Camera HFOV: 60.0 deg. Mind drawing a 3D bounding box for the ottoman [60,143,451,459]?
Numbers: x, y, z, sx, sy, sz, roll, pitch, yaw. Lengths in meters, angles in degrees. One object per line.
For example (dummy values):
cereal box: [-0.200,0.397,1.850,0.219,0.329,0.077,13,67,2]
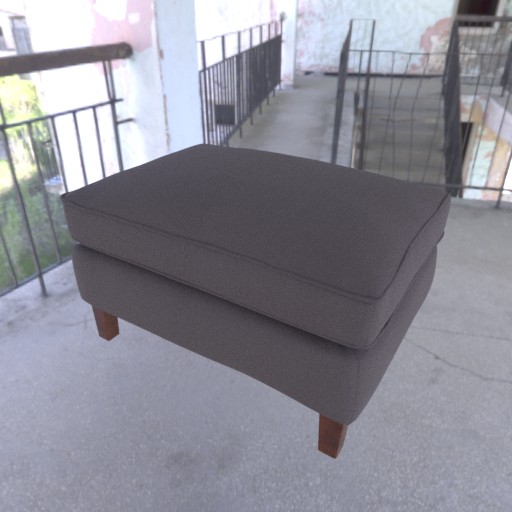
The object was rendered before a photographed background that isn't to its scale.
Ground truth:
ottoman: [0.000,0.000,0.972,0.686,0.406,0.508,18,34,28]
